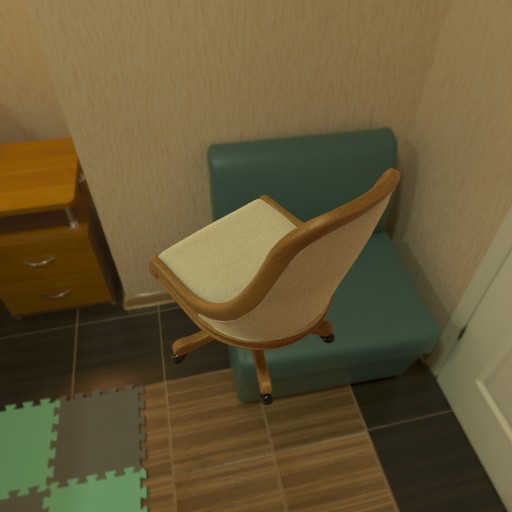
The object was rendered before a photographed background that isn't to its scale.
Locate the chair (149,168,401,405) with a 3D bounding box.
[{"bbox_3d":[0.000,0.000,1.572,0.702,1.009,0.811,-32,54,-27],"label":"chair"}]
